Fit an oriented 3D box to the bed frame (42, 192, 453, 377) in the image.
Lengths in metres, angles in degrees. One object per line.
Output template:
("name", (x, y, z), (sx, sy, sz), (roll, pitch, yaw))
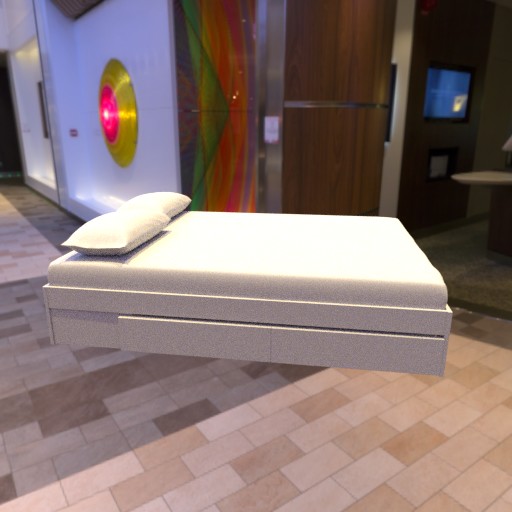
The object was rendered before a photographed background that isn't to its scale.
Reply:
("bed frame", (0.000, 0.000, 2.751), (1.950, 0.629, 1.450), (3, 17, 8))
